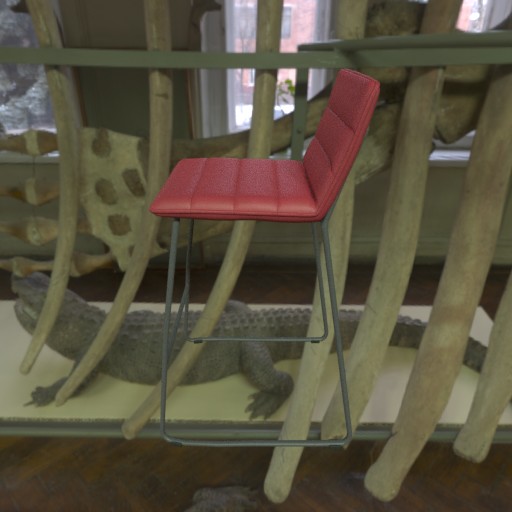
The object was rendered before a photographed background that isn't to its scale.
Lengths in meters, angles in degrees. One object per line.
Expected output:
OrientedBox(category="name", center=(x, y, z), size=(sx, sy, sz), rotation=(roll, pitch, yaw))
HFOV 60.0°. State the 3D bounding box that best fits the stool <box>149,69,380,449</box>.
OrientedBox(category="stool", center=(0.000, 0.000, 1.220), size=(0.524, 0.937, 0.489), rotation=(0, 26, 0))
